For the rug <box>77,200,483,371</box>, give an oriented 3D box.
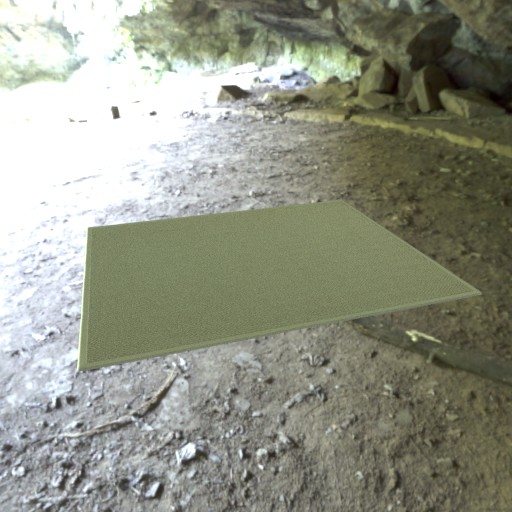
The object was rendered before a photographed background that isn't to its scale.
[{"bbox_3d":[0.000,0.000,4.148,3.051,0.020,2.407,-8,27,-16],"label":"rug"}]
